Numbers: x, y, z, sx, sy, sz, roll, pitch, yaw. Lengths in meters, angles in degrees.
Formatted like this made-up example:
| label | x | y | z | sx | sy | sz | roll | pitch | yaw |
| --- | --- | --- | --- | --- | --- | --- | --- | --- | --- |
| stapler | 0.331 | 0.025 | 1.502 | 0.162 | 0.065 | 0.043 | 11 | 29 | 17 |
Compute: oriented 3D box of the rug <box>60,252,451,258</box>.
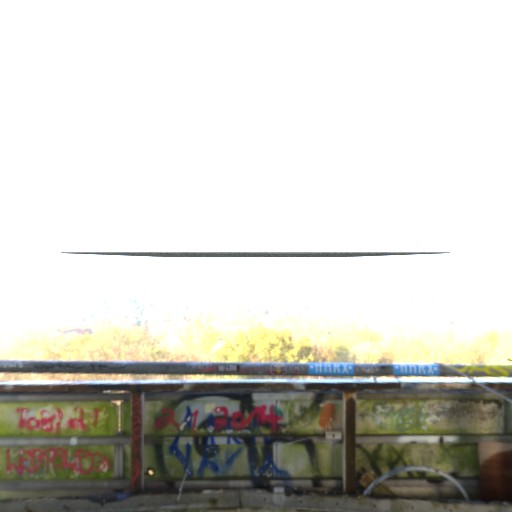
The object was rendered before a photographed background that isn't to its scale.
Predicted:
| label | x | y | z | sx | sy | sz | roll | pitch | yaw |
| --- | --- | --- | --- | --- | --- | --- | --- | --- | --- |
| rug | 0.000 | 0.000 | 2.298 | 1.221 | 0.006 | 1.827 | 0 | -1 | 0 |
